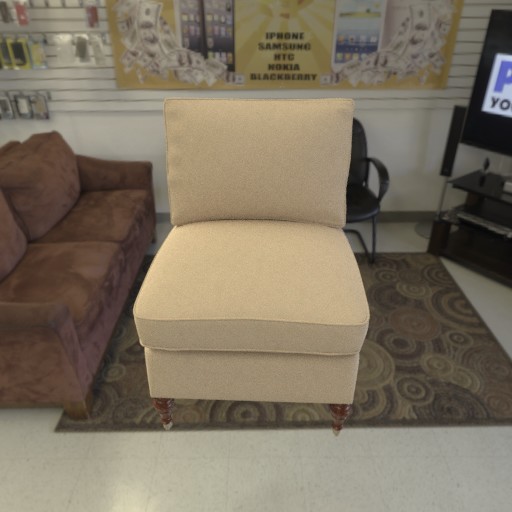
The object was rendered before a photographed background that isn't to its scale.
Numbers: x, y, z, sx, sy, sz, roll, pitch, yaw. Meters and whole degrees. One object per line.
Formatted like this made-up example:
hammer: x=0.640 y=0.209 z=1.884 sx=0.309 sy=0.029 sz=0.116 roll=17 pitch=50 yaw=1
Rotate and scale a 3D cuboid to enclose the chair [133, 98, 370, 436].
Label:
chair: x=0.000 y=0.000 z=1.673 sx=0.724 sy=1.052 sz=0.912 roll=1 pitch=30 yaw=2
